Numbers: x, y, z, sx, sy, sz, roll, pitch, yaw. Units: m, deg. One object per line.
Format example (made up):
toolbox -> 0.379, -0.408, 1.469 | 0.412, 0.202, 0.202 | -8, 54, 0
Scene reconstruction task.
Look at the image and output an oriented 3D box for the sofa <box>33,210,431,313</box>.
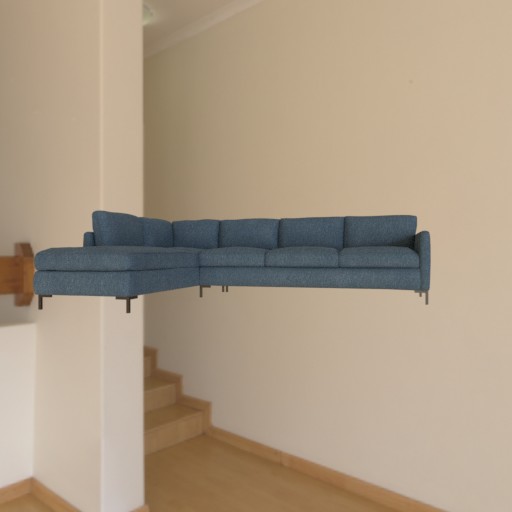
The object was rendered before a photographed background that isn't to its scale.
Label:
sofa -> 0.000, 0.000, 3.879 | 2.949, 0.815, 2.007 | 0, 0, 16
